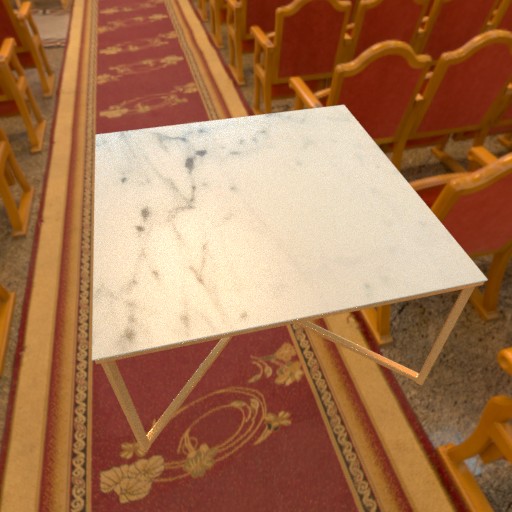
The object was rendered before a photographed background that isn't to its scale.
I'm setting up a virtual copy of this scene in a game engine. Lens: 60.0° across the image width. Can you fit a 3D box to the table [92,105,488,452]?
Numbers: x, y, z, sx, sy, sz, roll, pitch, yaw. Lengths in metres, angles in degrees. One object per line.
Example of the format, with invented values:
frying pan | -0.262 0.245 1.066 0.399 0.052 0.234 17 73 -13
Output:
table | 0.000 0.000 1.290 0.800 0.450 0.800 -10 46 -10
